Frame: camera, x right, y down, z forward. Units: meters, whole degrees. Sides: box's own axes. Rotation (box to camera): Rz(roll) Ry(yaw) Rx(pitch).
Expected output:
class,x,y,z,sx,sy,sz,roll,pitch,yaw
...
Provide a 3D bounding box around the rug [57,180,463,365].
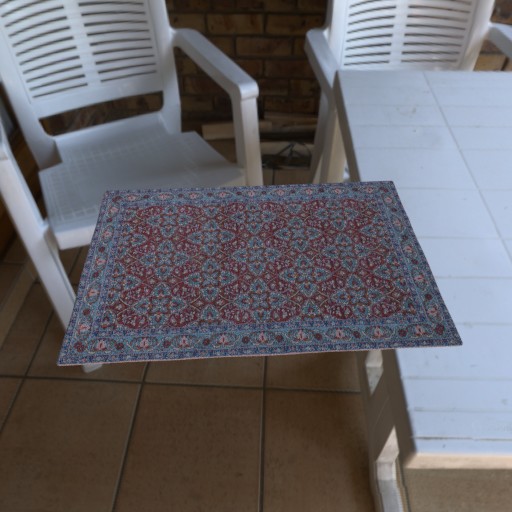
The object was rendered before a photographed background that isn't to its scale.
class,x,y,z,sx,sy,sz,roll,pitch,yaw
rug,0.000,0.000,2.397,1.829,0.009,1.219,-2,47,-2
